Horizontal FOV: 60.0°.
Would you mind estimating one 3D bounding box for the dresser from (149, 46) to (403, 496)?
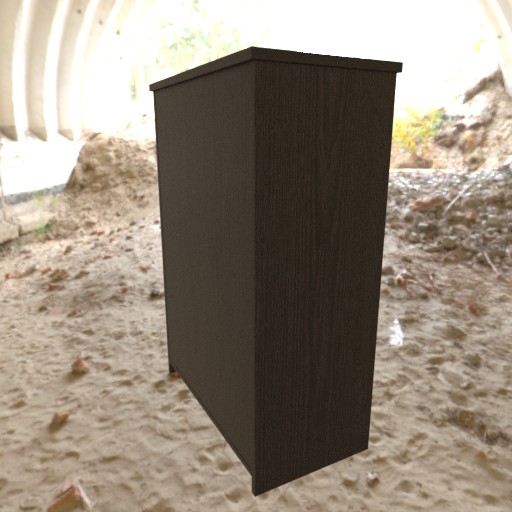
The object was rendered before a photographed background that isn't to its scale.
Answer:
[{"bbox_3d":[0.000,0.000,1.341,0.399,1.020,0.704,-8,17,-27],"label":"dresser"}]
